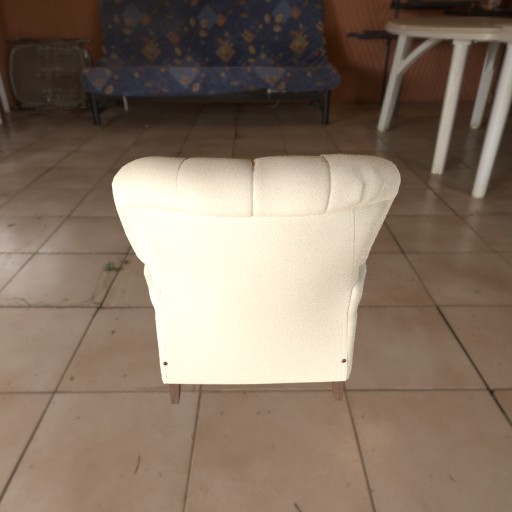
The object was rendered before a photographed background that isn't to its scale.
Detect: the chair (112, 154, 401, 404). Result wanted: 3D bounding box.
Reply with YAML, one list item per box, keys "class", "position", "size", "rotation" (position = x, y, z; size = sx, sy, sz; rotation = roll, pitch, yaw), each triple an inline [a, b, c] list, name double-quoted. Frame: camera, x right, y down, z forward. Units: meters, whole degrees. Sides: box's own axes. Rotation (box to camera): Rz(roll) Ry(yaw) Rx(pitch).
- class: "chair"
  position: [0.000, 0.000, 2.066]
  size: [1.035, 1.169, 1.132]
  rotation: [-1, 29, -1]
